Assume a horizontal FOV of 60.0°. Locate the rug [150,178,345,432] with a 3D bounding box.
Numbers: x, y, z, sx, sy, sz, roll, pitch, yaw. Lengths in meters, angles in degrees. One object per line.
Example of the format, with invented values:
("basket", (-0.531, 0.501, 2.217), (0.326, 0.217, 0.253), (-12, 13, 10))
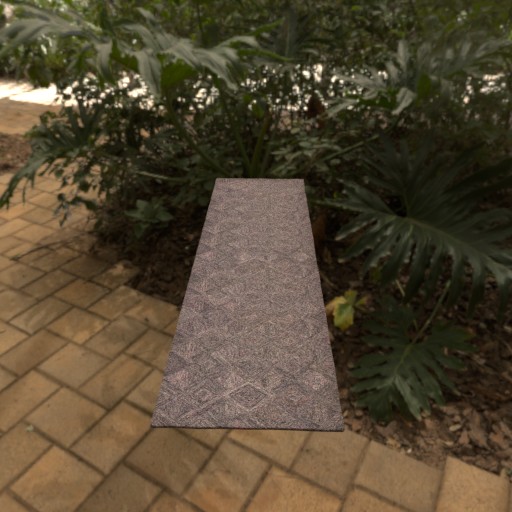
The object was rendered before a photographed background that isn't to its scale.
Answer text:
("rug", (0.000, 0.000, 2.525), (0.691, 0.011, 2.296), (1, 32, 1))
